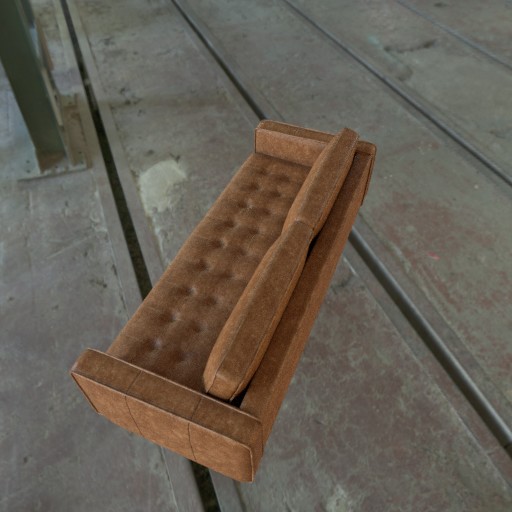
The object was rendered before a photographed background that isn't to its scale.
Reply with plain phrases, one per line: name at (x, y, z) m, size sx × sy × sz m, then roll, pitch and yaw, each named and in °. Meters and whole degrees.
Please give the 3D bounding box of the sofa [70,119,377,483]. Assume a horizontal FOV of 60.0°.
sofa at (0.000, 0.000, 2.590) m, size 0.886 × 0.779 × 2.199 m, roll 18°, pitch 51°, yaw 15°
